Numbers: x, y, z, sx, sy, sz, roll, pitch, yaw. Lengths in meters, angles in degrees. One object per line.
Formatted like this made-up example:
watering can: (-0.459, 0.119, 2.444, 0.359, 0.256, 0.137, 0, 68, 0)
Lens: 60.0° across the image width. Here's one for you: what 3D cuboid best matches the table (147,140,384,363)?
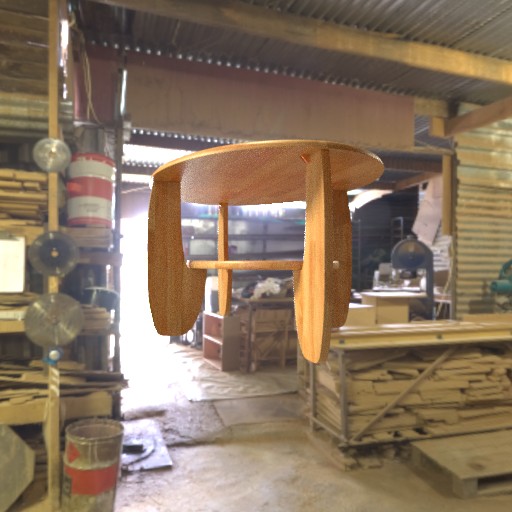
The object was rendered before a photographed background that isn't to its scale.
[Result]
table: (0.000, 0.000, 1.441, 0.690, 0.490, 1.040, 0, -1, -17)
